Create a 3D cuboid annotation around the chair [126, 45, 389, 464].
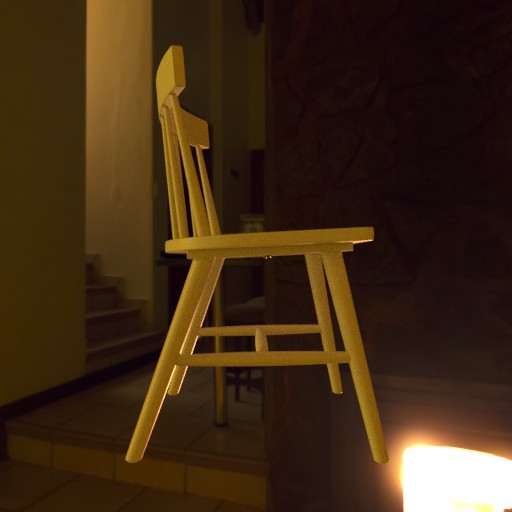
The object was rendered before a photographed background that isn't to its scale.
[{"bbox_3d":[0.000,0.000,1.061,0.500,0.787,0.483,0,-1,0],"label":"chair"}]
